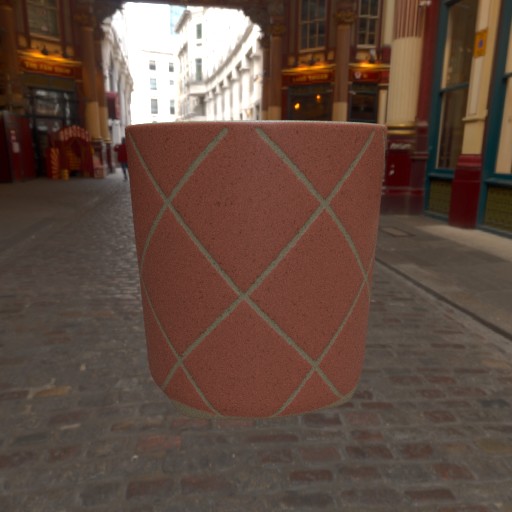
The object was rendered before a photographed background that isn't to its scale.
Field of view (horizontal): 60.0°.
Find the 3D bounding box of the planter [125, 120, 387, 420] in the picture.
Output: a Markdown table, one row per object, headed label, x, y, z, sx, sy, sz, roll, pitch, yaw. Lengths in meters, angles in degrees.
| label | x | y | z | sx | sy | sz | roll | pitch | yaw |
| --- | --- | --- | --- | --- | --- | --- | --- | --- | --- |
| planter | 0.000 | 0.000 | 0.358 | 0.191 | 0.200 | 0.191 | 0 | 14 | 0 |
